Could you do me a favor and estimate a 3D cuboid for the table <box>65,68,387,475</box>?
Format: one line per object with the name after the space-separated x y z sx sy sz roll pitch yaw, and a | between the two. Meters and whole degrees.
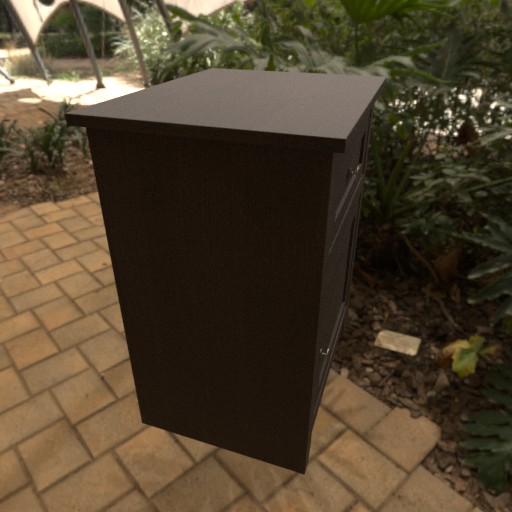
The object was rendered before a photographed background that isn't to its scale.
0.000 0.000 0.900 0.381 0.635 0.480 10 32 17 | table
